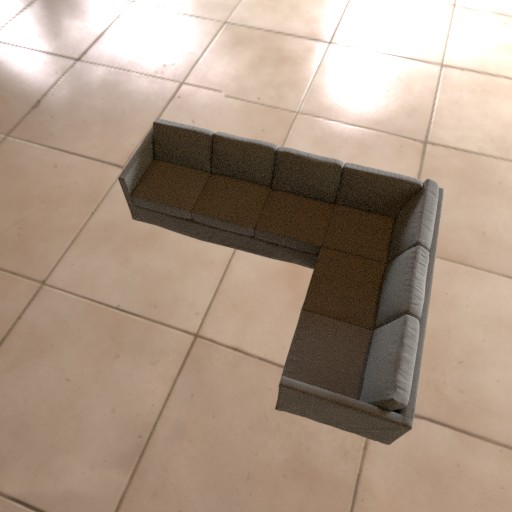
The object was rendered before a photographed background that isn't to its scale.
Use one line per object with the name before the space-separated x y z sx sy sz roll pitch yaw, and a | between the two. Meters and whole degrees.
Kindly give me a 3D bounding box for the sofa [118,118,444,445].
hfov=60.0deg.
sofa | 0.000 0.000 4.284 3.182 0.871 2.432 16 58 10
